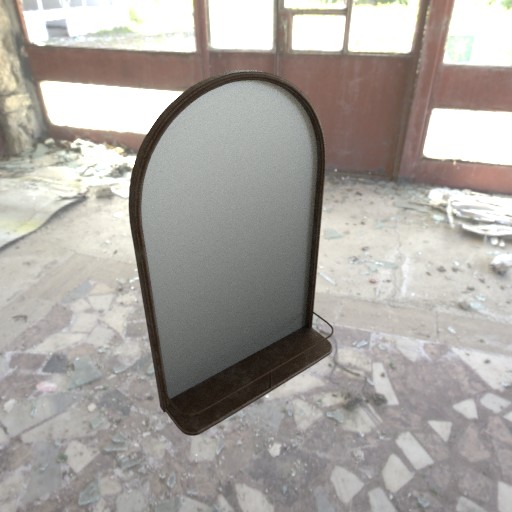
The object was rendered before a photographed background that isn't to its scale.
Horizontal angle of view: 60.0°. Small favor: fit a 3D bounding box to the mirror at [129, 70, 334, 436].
[{"bbox_3d":[0.000,0.000,1.007,0.510,0.770,0.137,-22,38,-31],"label":"mirror"}]
